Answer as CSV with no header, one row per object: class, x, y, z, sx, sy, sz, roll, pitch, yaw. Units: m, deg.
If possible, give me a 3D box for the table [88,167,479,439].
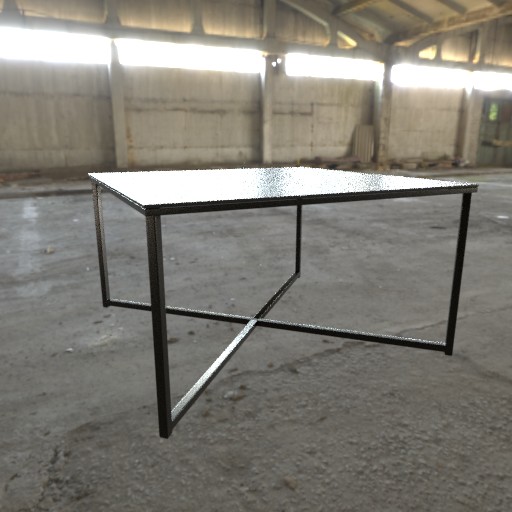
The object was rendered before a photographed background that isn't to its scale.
table,0.000,0.000,1.296,0.800,0.450,0.800,-7,16,-25
